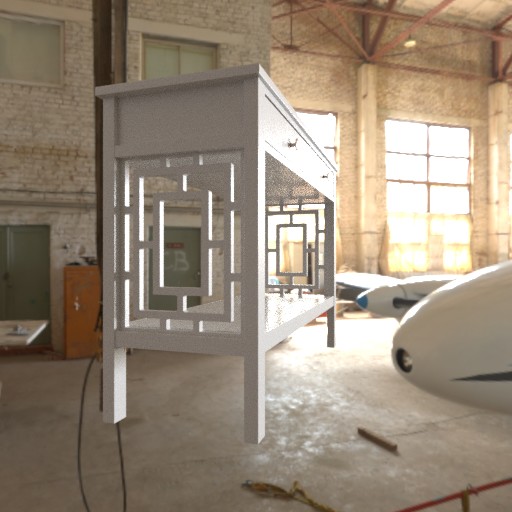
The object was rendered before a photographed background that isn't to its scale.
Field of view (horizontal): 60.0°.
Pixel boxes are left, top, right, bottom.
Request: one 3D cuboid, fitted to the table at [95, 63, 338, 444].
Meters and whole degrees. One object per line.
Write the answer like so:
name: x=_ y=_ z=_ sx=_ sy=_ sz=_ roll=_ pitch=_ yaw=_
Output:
table: x=0.000 y=0.000 z=1.430 sx=0.397 sy=0.753 sz=1.068 roll=0 pitch=0 yaw=19
